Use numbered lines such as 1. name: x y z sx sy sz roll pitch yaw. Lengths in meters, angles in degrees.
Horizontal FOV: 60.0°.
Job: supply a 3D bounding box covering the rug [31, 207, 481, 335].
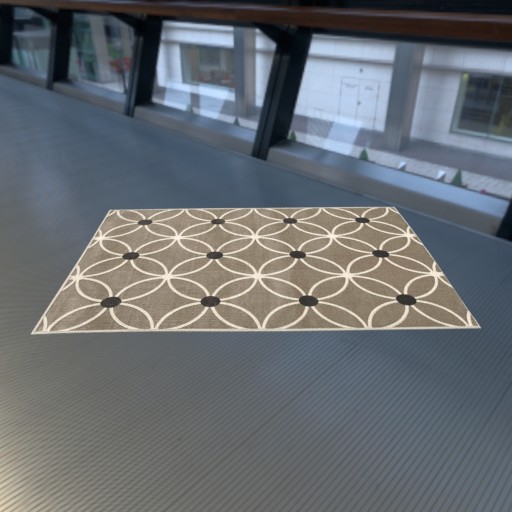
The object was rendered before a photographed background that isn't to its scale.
1. rug: 0.000 0.000 2.889 2.284 0.008 1.522 -1 30 -1
